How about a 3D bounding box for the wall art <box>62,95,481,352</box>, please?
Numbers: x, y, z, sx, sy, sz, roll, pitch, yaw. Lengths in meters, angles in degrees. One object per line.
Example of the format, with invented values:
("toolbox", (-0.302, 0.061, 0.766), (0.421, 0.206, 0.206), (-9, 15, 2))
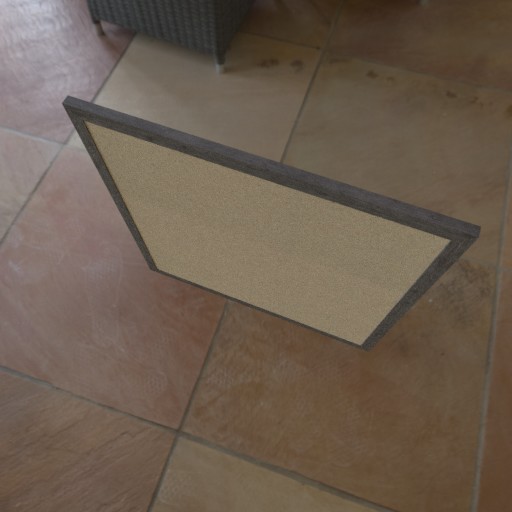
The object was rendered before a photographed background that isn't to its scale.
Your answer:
("wall art", (0.000, 0.000, 0.663), (0.457, 0.457, 0.013), (20, 66, 9))
